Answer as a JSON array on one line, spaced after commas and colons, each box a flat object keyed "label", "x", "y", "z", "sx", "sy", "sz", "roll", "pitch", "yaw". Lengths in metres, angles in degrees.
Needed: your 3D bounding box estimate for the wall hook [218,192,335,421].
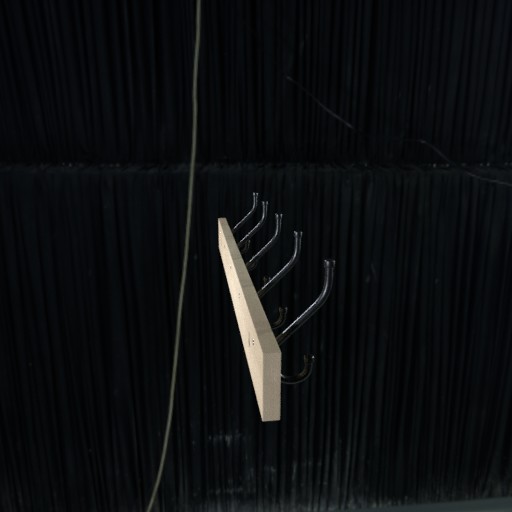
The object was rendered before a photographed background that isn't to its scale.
[{"label": "wall hook", "x": 0.000, "y": 0.000, "z": 0.614, "sx": 0.071, "sy": 0.117, "sz": 0.571, "roll": -2, "pitch": 15, "yaw": -8}]
